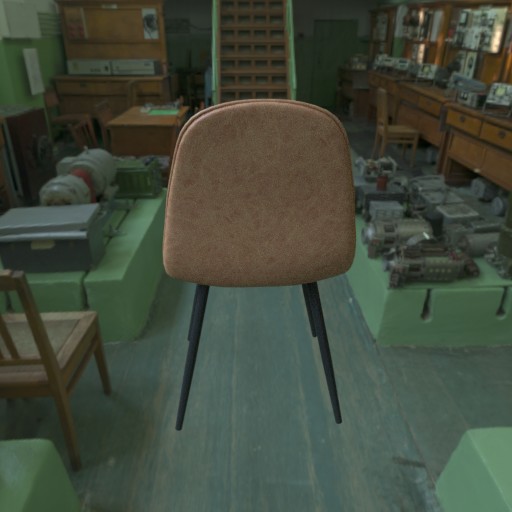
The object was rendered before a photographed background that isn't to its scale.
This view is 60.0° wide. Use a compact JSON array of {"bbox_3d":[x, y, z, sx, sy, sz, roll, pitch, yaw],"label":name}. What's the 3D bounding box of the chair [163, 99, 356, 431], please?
[{"bbox_3d":[0.000,0.000,1.215,0.472,0.889,0.561,-1,27,-3],"label":"chair"}]
